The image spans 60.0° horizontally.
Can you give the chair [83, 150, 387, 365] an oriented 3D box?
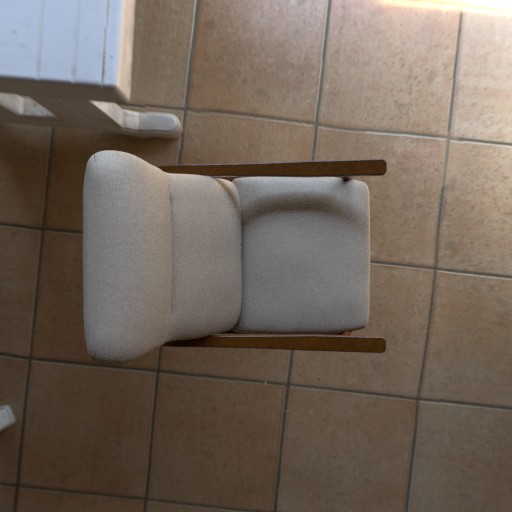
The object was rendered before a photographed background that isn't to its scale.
[{"bbox_3d":[0.000,0.000,1.833,1.030,1.082,0.762,0,91,1],"label":"chair"}]
